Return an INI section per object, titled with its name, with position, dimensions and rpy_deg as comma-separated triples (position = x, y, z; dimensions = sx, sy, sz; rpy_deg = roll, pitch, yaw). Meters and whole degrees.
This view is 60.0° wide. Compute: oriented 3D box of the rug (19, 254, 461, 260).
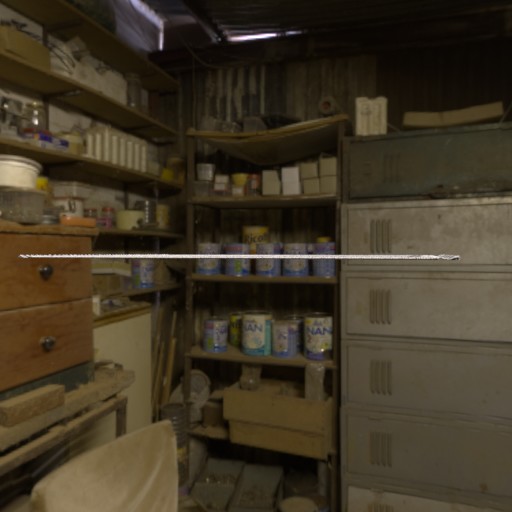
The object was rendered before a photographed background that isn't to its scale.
[rug]
position = 0.000, 0.000, 2.897
dimensions = 2.312, 0.017, 1.613
rpy_deg = 0, 0, 20
